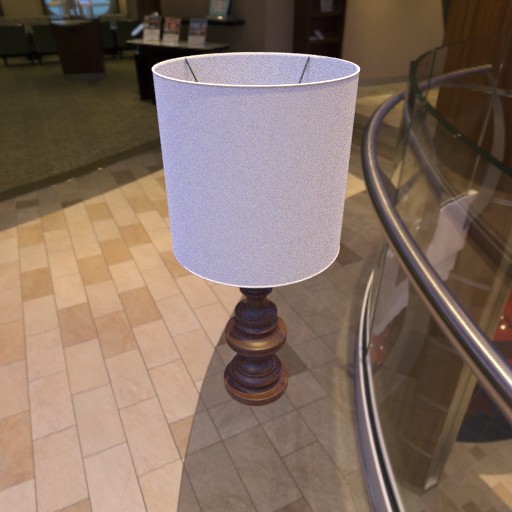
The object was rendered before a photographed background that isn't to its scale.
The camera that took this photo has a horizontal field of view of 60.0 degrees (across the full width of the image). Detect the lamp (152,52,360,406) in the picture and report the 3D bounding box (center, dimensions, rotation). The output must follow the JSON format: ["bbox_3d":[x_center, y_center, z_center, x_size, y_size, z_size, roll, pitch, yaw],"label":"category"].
[{"bbox_3d":[0.000,0.000,0.572,0.208,0.455,0.208,9,33,15],"label":"lamp"}]
